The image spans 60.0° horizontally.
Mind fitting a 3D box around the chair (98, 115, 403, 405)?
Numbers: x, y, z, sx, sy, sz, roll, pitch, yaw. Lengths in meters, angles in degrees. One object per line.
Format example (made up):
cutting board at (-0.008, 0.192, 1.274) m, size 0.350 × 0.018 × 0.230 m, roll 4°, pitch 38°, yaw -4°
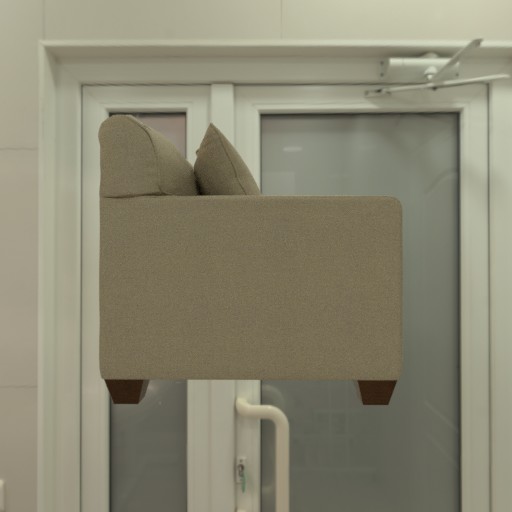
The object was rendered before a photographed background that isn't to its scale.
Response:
chair at (0.000, 0.000, 2.056) m, size 1.000 × 0.948 × 1.383 m, roll 0°, pitch -1°, yaw 1°
